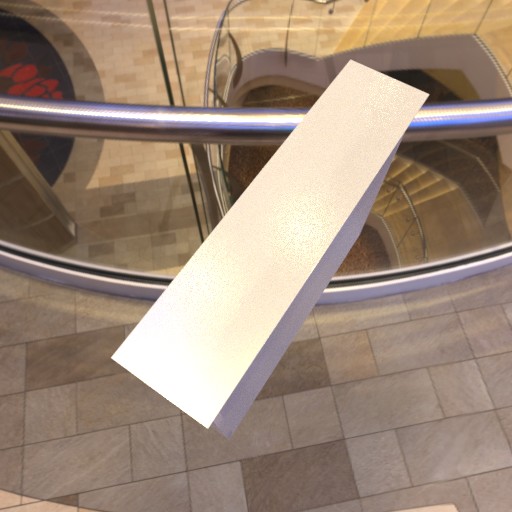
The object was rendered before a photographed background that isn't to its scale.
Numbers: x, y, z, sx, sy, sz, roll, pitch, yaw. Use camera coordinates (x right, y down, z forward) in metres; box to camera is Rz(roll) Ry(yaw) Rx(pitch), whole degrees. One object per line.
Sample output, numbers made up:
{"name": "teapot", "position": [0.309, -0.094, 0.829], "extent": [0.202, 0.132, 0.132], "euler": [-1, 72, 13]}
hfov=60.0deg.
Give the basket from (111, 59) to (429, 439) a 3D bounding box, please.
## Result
{"name": "basket", "position": [0.000, 0.000, 1.093], "extent": [0.350, 0.600, 0.780], "euler": [31, 68, 14]}
